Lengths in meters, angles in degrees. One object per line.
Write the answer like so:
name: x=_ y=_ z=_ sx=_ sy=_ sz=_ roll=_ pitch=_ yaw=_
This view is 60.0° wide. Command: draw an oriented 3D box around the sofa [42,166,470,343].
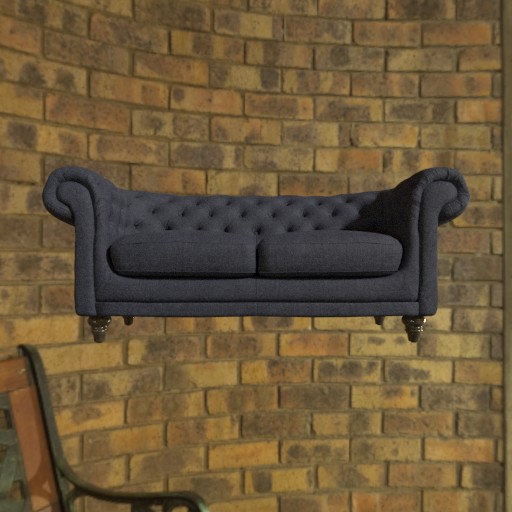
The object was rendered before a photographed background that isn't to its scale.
sofa: x=0.000 y=0.000 z=2.517 sx=1.988 sy=0.833 sz=1.082 roll=0 pitch=-1 yaw=0
